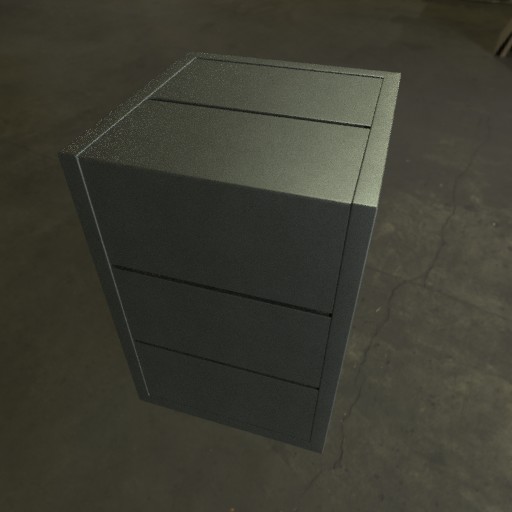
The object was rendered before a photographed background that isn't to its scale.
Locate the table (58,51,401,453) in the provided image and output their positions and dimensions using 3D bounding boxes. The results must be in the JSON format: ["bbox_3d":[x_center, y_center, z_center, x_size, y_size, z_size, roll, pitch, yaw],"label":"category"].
[{"bbox_3d":[0.000,0.000,0.875,0.405,0.609,0.420,12,43,13],"label":"table"}]
